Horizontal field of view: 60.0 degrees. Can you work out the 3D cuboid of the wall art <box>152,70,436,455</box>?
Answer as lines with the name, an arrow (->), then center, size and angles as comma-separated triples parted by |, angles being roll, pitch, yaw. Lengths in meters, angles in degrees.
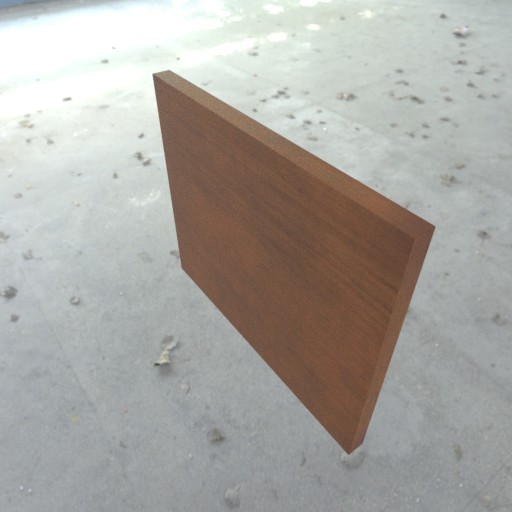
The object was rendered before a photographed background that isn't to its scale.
wall art -> 0.000, 0.000, 0.752 | 0.033, 0.457, 0.558 | -26, 48, -26
